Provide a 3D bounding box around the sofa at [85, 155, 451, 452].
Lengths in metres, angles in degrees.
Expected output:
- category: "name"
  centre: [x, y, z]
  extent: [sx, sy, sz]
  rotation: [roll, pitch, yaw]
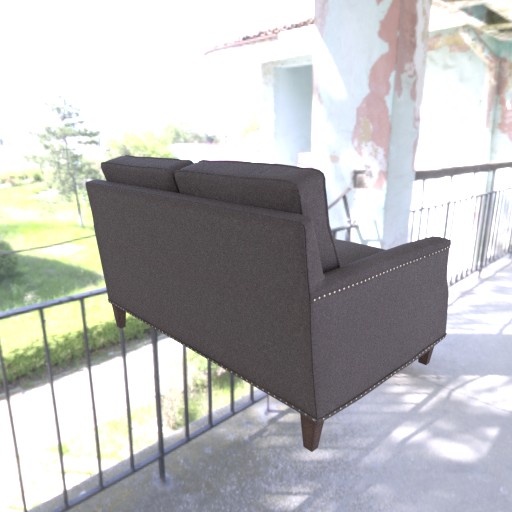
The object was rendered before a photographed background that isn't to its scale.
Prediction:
- category: "sofa"
  centre: [0.000, 0.000, 2.256]
  extent: [1.084, 1.003, 1.597]
  rotation: [-15, 22, -42]
